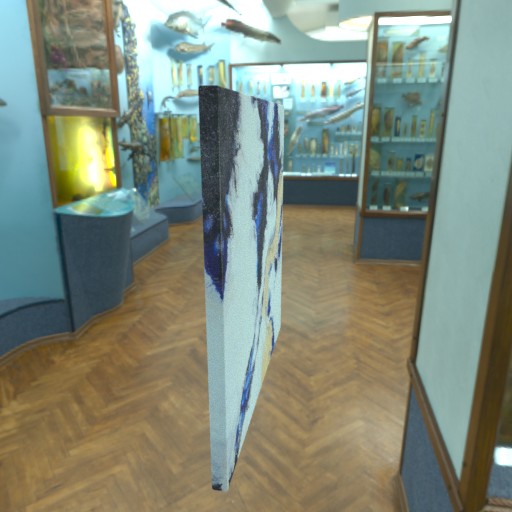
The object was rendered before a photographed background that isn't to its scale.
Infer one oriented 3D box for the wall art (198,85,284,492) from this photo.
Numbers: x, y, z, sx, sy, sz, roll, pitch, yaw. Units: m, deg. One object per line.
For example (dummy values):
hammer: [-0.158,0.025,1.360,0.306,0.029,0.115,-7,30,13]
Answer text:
wall art: [0.000,0.000,1.323,0.038,0.885,0.887,3,17,11]
